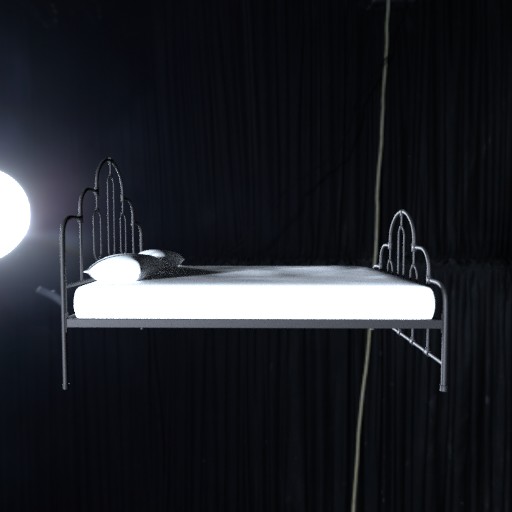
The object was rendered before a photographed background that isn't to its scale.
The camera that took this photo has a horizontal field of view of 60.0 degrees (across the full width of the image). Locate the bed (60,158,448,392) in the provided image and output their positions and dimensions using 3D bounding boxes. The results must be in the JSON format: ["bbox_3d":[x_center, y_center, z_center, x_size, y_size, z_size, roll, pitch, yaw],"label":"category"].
[{"bbox_3d":[0.000,0.000,3.254,2.163,1.429,1.640,0,3,1],"label":"bed"}]
